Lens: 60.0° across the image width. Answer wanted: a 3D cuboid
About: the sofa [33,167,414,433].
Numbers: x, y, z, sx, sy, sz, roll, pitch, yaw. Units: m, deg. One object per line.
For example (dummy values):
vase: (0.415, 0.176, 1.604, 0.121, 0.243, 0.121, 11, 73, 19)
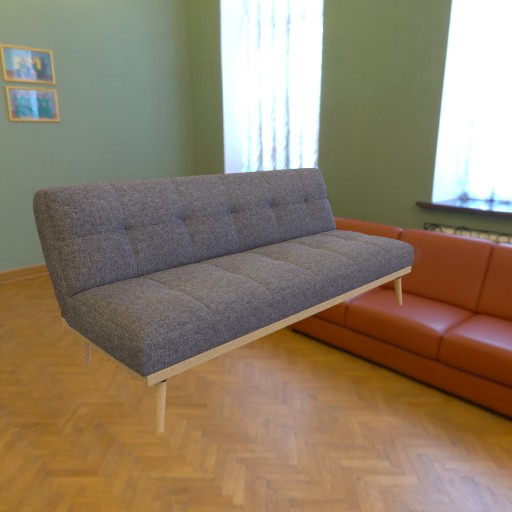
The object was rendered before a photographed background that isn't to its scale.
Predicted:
sofa: (0.000, 0.000, 2.226, 1.820, 0.770, 0.820, -14, 21, -43)
